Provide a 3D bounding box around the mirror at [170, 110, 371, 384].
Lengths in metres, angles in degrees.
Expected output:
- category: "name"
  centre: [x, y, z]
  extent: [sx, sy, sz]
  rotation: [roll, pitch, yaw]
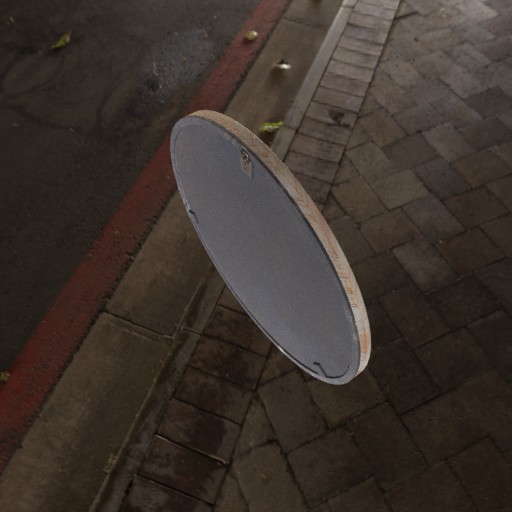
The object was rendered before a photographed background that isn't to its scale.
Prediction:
- category: "mirror"
  centre: [0.000, 0.000, 1.070]
  extent: [0.038, 0.710, 0.710]
  rotation: [-33, 64, -18]
